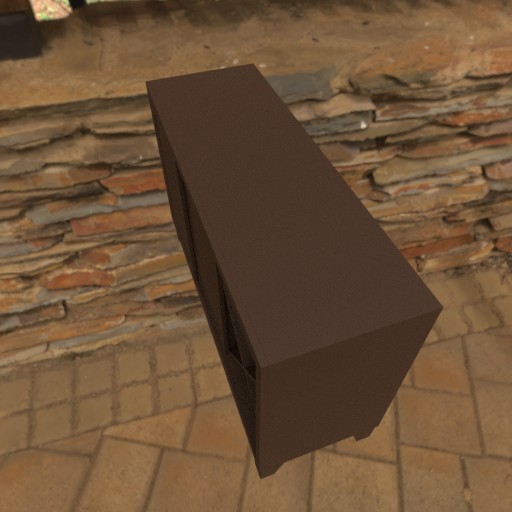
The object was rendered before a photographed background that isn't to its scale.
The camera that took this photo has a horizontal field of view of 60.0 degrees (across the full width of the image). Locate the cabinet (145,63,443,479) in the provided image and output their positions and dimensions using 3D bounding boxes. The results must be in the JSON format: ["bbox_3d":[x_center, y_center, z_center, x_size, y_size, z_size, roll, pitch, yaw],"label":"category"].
[{"bbox_3d":[0.000,0.000,1.820,0.482,0.914,1.396,-15,50,-13],"label":"cabinet"}]
